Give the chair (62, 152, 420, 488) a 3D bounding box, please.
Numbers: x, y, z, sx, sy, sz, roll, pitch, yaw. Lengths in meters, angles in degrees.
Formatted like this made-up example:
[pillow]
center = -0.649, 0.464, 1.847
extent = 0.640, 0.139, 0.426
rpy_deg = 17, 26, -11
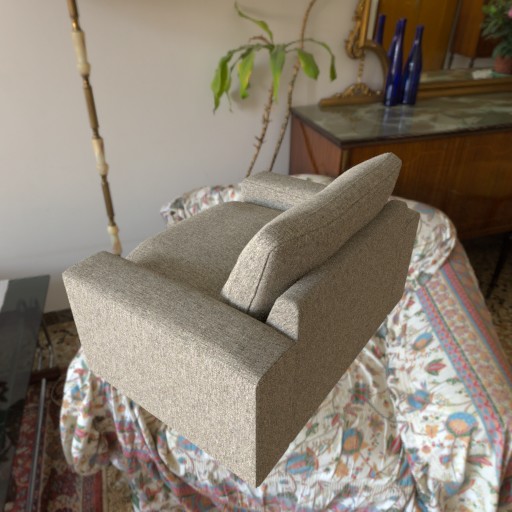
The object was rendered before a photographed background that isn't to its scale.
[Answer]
[chair]
center = 0.000, 0.000, 2.062
extent = 1.039, 0.915, 1.398
rpy_deg = 21, 38, 30
